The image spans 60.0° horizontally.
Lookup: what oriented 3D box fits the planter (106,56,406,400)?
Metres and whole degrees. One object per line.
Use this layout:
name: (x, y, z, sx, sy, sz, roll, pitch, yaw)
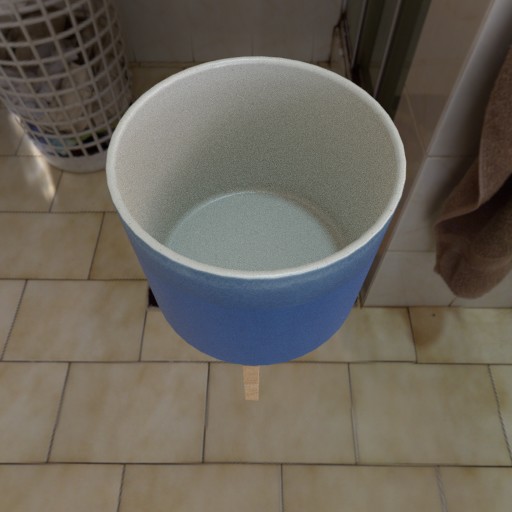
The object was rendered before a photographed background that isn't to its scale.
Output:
planter: (0.000, 0.000, 0.546, 0.261, 0.367, 0.261, 0, 59, 0)
